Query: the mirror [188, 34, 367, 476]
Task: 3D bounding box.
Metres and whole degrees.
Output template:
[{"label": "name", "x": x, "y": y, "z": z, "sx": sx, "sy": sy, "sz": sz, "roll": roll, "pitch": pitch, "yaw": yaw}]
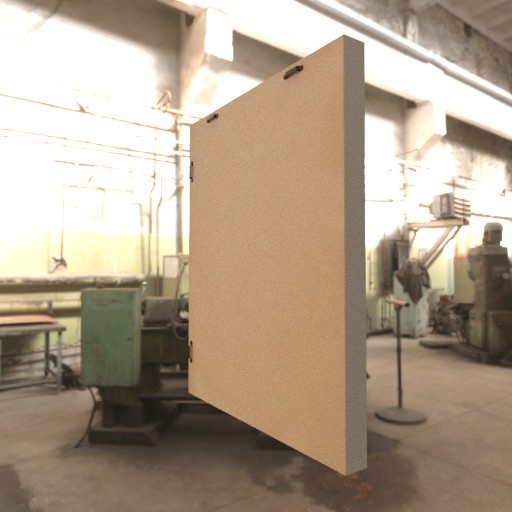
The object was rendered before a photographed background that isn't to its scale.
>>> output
[{"label": "mirror", "x": 0.000, "y": 0.000, "z": 0.685, "sx": 0.041, "sy": 0.509, "sz": 0.406, "roll": 1, "pitch": -2, "yaw": -34}]
